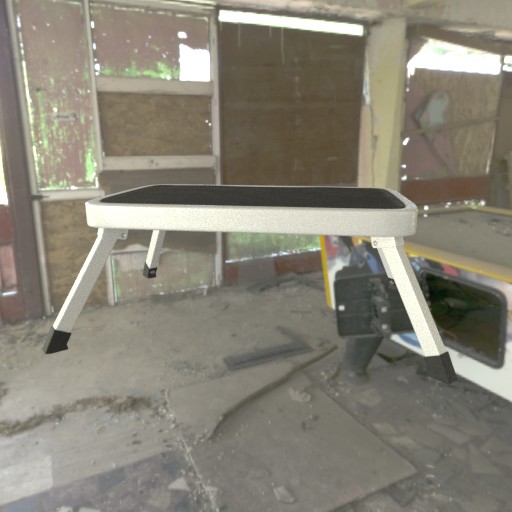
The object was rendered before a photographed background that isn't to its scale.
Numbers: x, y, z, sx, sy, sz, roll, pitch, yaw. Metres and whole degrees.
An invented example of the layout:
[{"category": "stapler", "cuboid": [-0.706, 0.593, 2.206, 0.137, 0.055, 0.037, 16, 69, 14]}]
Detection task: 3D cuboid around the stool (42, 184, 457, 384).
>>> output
[{"category": "stool", "cuboid": [0.000, 0.000, 0.607, 0.460, 0.170, 0.320, 2, 15, 8]}]
